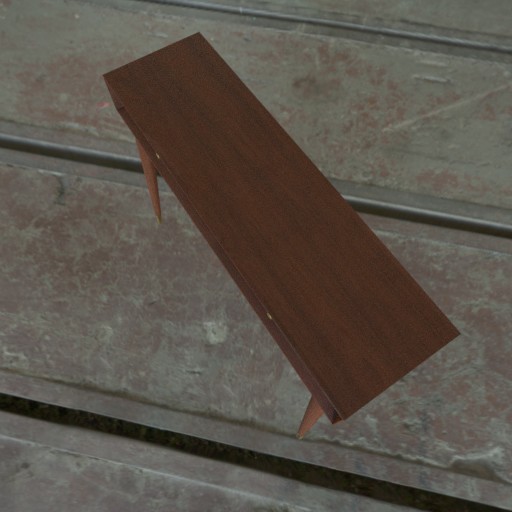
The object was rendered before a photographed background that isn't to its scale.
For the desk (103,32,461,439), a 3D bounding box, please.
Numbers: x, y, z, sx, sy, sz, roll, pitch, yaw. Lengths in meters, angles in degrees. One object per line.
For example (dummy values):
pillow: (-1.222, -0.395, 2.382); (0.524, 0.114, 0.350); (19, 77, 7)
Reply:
desk: (0.000, 0.000, 1.614); (0.384, 0.917, 1.204); (-31, 69, -13)
